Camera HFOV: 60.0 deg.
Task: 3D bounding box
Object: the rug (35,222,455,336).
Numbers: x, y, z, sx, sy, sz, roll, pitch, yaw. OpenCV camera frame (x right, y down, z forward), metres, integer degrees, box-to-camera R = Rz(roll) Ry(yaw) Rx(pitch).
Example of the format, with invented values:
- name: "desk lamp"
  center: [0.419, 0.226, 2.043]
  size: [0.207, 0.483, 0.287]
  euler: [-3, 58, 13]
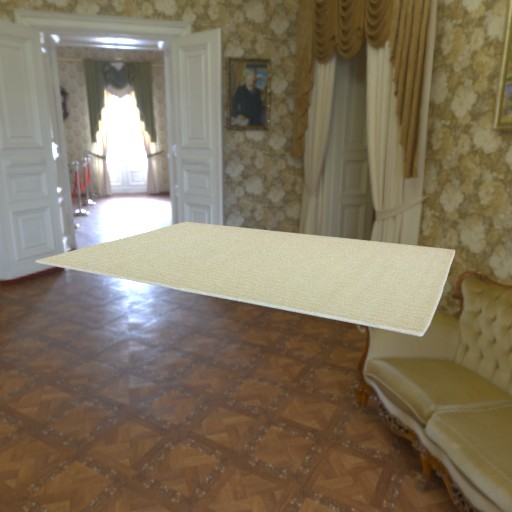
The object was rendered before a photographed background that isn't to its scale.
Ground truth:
- name: "rug"
  center: [0.000, 0.000, 2.319]
  size: [1.848, 0.014, 1.238]
  euler: [8, 17, 27]
